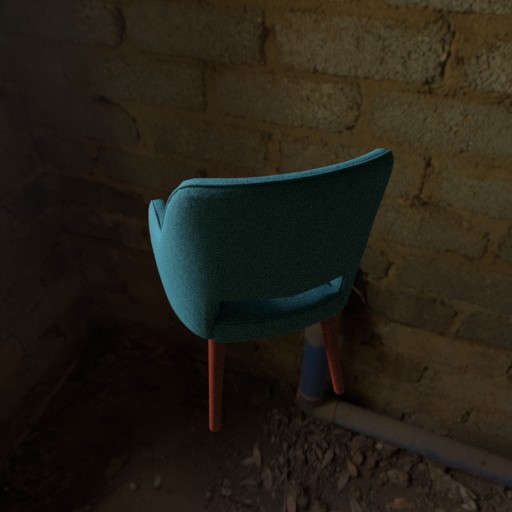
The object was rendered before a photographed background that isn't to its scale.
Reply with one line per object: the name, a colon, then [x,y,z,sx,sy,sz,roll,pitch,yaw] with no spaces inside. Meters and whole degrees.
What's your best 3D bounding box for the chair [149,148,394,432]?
chair: [0.000,0.000,1.253,0.548,0.849,0.605,-12,43,-13]
